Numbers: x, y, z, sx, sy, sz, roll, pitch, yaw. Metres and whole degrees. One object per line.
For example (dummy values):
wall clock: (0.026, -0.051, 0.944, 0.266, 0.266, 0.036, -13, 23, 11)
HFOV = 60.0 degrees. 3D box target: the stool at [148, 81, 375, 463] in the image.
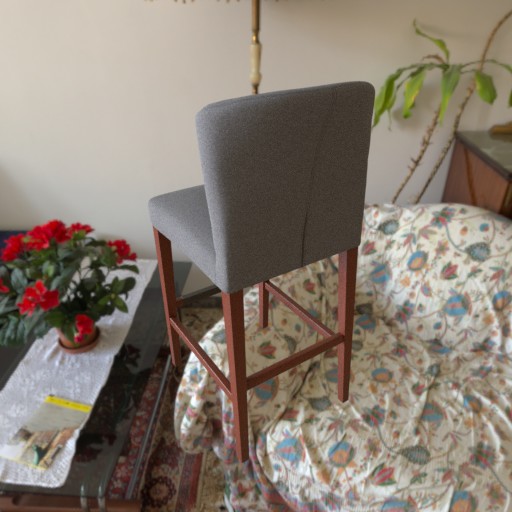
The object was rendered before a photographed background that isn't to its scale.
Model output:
stool: (0.000, 0.000, 1.366, 0.481, 1.069, 0.568, -19, 35, -29)
